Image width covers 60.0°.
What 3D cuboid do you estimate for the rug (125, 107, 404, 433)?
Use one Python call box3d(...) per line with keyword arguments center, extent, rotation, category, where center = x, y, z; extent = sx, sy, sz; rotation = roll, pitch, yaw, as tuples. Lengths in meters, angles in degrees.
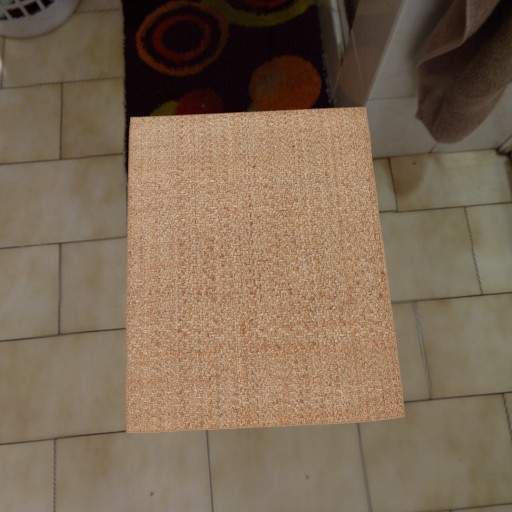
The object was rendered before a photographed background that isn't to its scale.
box3d(center=(0.000, 0.000, 4.179), extent=(2.439, 0.013, 3.048), rotation=(-3, 76, -1), category="rug")
